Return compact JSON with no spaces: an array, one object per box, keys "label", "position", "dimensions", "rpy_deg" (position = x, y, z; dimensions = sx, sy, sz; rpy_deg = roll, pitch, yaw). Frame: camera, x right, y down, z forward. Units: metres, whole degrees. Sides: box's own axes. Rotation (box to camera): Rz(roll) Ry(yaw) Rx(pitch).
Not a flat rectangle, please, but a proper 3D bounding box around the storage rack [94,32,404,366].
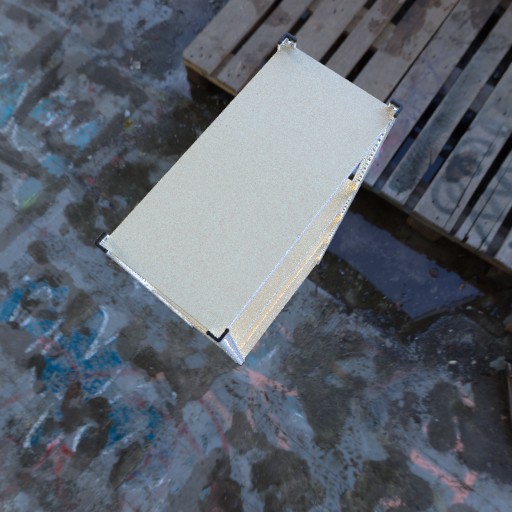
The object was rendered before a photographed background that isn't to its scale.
[{"label":"storage rack","position":[0.000,0.000,2.186],"dimensions":[0.457,1.829,0.914],"rpy_deg":[37,77,10]}]
